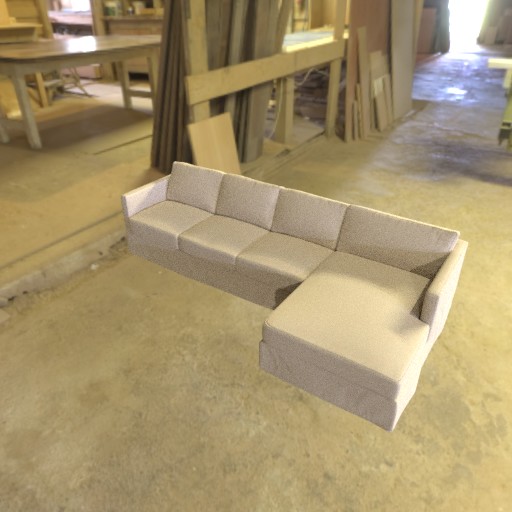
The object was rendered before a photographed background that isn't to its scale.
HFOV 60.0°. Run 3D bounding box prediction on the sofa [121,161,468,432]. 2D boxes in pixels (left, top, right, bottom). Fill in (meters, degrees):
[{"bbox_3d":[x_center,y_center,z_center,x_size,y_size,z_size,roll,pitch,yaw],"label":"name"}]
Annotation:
[{"bbox_3d":[0.000,0.000,3.955,3.206,0.871,1.622,19,35,29],"label":"sofa"}]
